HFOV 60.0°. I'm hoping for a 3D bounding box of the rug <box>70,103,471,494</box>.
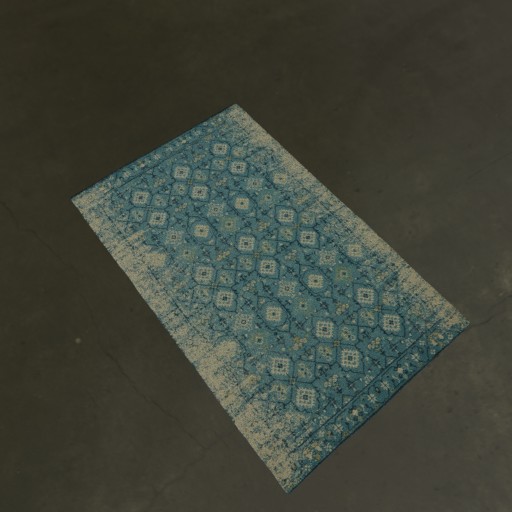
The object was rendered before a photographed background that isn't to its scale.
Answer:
[{"bbox_3d":[0.000,0.000,3.005,1.530,0.015,2.449,-35,68,-17],"label":"rug"}]
